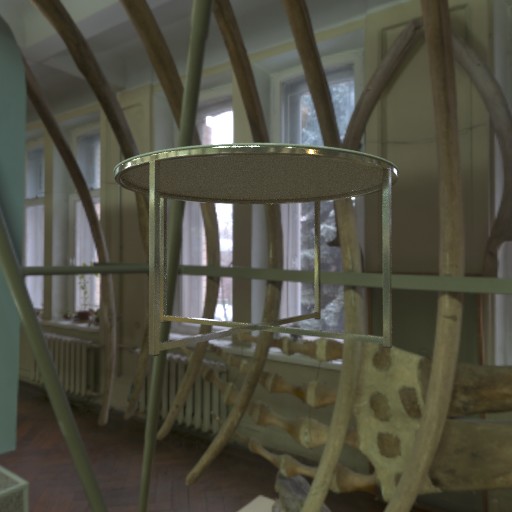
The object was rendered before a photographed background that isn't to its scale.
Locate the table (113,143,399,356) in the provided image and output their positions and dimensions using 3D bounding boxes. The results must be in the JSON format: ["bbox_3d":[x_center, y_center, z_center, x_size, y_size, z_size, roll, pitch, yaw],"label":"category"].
[{"bbox_3d":[0.000,0.000,1.303,0.800,0.450,0.800,0,-1,0],"label":"table"}]
